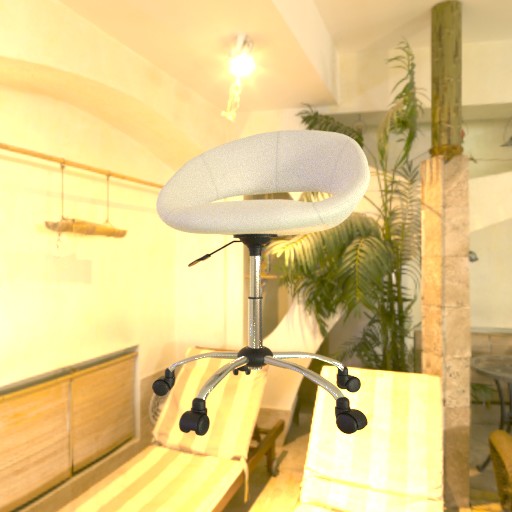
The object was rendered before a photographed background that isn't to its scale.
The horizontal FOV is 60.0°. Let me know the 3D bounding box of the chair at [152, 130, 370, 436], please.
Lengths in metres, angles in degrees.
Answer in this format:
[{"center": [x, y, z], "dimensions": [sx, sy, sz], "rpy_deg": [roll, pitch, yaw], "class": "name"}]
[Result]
[{"center": [0.000, 0.000, 1.196], "dimensions": [0.612, 0.791, 0.538], "rpy_deg": [0, 0, 20], "class": "chair"}]
